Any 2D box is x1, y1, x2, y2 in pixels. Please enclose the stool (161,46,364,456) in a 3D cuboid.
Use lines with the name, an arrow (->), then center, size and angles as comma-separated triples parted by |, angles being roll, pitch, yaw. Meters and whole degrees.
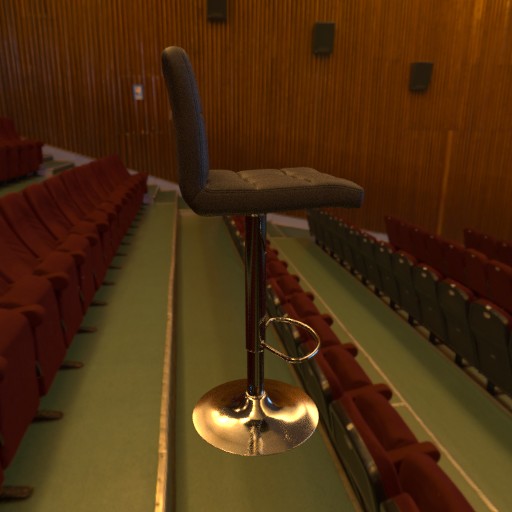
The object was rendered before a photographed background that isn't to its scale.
stool -> 0.000, 0.000, 1.358 | 0.505, 1.115, 0.430 | -3, 16, -9
